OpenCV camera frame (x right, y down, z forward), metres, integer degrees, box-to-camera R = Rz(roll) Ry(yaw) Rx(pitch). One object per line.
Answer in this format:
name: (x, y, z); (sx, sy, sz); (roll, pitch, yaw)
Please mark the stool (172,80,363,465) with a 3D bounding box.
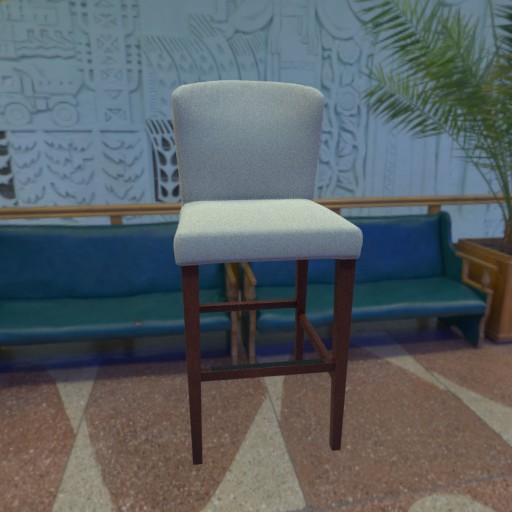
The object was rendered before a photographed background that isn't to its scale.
stool: (0.000, 0.000, 1.378); (0.479, 1.069, 0.568); (-2, 16, -8)
